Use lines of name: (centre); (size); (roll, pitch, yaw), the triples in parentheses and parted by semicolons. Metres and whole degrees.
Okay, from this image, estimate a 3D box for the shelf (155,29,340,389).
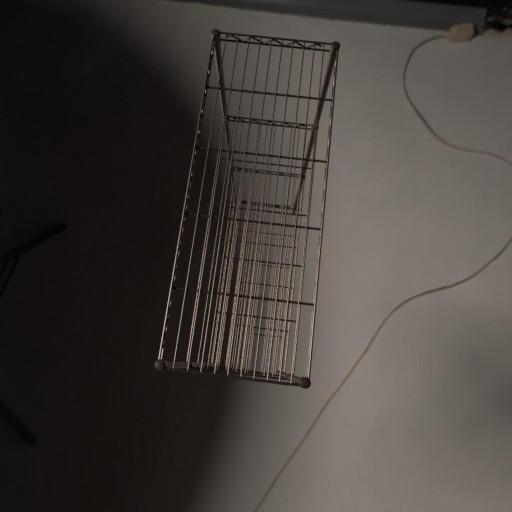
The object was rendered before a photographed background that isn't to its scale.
shelf: (0.000, 0.000, 1.753); (0.352, 1.361, 0.907); (7, 76, 2)
